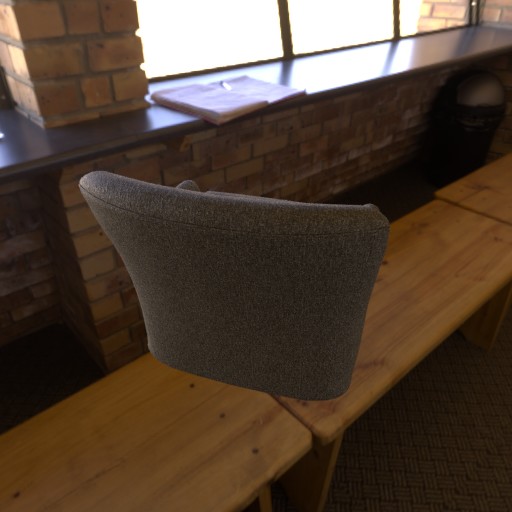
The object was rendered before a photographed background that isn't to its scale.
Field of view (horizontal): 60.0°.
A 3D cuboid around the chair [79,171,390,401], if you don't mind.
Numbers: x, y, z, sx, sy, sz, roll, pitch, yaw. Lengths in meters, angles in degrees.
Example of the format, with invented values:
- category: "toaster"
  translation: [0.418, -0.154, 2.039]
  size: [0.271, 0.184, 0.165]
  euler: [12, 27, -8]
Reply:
- category: "chair"
  translation: [0.000, 0.000, 1.609]
  size: [0.864, 0.856, 0.923]
  euler: [10, 35, 14]
